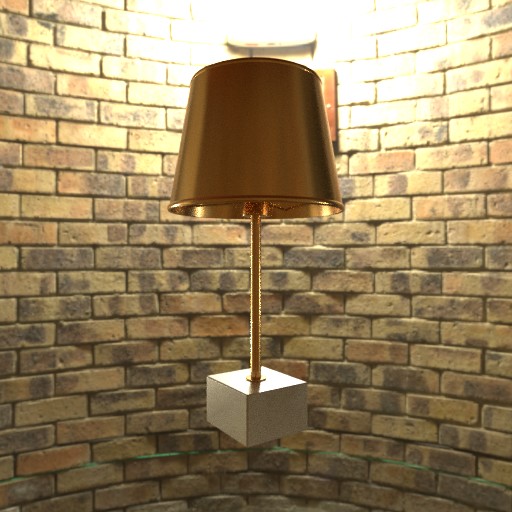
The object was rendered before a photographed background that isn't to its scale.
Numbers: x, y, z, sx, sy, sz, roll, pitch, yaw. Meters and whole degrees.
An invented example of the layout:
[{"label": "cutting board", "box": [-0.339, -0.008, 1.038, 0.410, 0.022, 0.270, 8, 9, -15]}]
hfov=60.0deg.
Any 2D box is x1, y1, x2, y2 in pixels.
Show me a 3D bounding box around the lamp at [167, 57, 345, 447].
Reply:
[{"label": "lamp", "box": [0.000, 0.000, 0.530, 0.208, 0.406, 0.208, 0, 0, 0]}]
